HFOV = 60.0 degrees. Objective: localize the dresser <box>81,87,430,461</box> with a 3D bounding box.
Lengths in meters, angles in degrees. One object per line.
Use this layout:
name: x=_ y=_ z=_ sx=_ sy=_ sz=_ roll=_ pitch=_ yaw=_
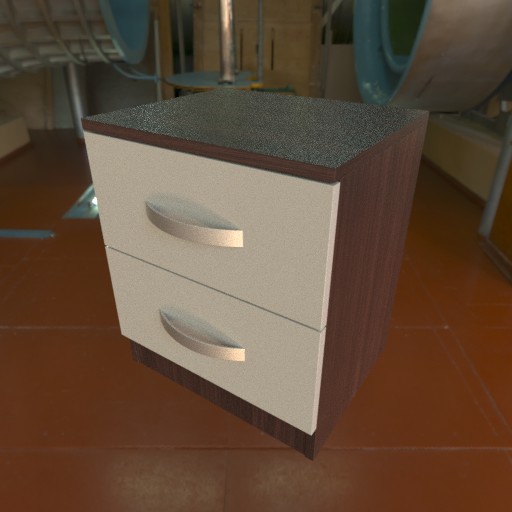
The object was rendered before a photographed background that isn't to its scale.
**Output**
dresser: x=0.000 y=0.000 z=0.764 sx=0.400 sy=0.470 sz=0.360 roll=18 pitch=34 yaw=29
